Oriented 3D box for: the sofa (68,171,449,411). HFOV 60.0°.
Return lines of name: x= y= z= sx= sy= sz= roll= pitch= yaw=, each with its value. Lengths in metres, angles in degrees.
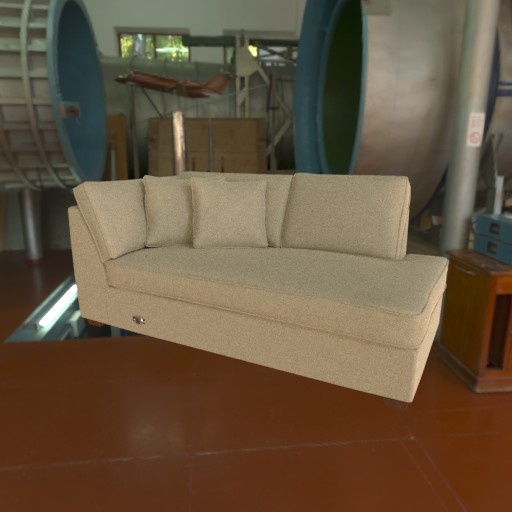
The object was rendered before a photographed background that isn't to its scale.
sofa: x=0.000 y=0.000 z=2.873 sx=2.237 sy=1.033 sz=1.110 roll=8 pitch=17 yaw=27
